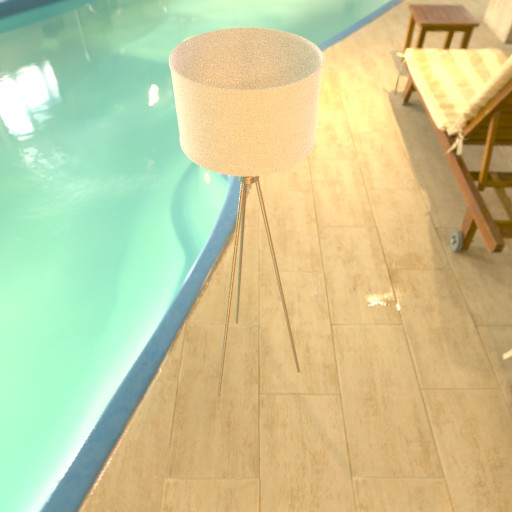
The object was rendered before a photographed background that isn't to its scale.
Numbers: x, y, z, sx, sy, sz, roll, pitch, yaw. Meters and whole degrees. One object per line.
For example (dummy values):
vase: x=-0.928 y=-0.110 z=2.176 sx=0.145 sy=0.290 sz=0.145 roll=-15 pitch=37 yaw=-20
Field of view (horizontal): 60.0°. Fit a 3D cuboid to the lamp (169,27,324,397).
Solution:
lamp: x=0.000 y=0.000 z=1.733 sx=0.458 sy=1.545 sz=0.448 roll=4 pitch=46 yaw=4
